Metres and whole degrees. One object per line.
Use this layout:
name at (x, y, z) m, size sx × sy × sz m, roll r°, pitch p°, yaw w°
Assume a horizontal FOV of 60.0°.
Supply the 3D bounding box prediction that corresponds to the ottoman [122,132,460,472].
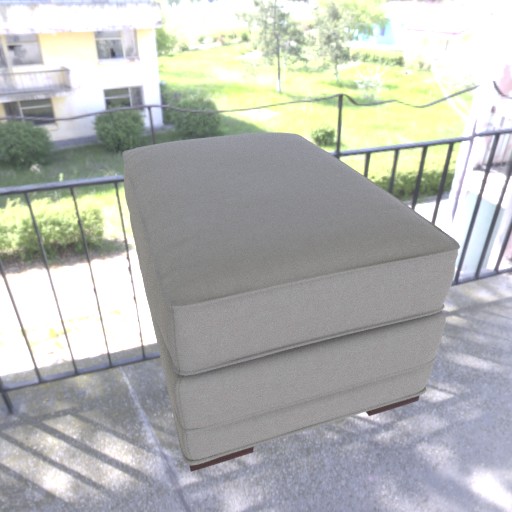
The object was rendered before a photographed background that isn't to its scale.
ottoman at (0.000, 0.000, 1.199) m, size 0.611 × 0.482 × 0.848 m, roll -10°, pitch 33°, yaw -16°
